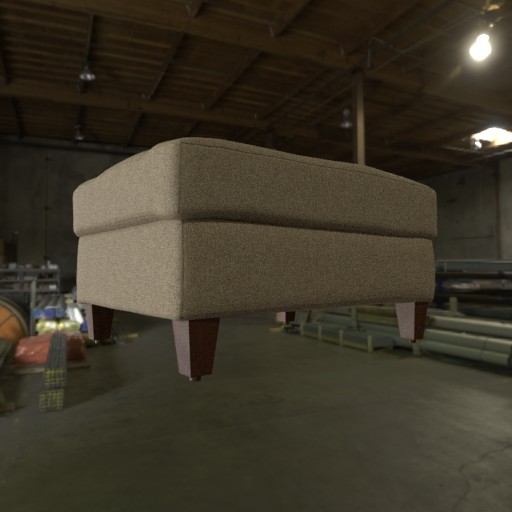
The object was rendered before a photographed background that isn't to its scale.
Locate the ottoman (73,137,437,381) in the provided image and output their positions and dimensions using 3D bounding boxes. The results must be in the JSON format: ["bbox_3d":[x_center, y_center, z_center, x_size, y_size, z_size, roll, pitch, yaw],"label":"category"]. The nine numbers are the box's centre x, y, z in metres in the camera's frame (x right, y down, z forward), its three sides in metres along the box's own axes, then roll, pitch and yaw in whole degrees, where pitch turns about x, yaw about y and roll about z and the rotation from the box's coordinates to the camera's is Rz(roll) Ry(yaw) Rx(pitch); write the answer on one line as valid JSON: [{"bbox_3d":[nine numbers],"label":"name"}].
[{"bbox_3d":[0.000,0.000,1.315,0.889,0.511,0.692,1,-2,-38],"label":"ottoman"}]
